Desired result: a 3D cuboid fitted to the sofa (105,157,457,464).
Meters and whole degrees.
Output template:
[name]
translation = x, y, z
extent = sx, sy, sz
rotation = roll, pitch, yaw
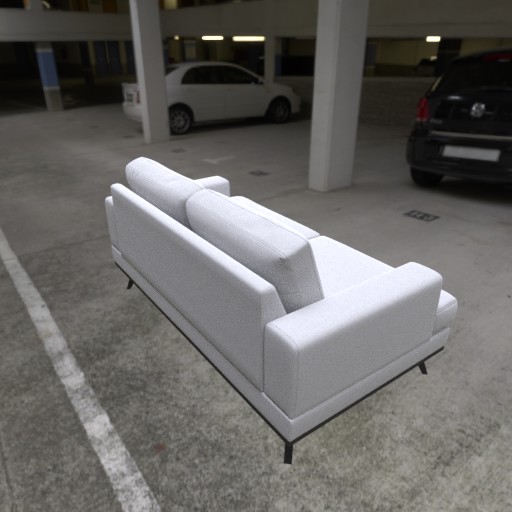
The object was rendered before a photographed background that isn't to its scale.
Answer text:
[sofa]
translation = 0.000, 0.000, 2.184
extent = 0.920, 0.810, 1.650
rotation = -18, 32, -32
